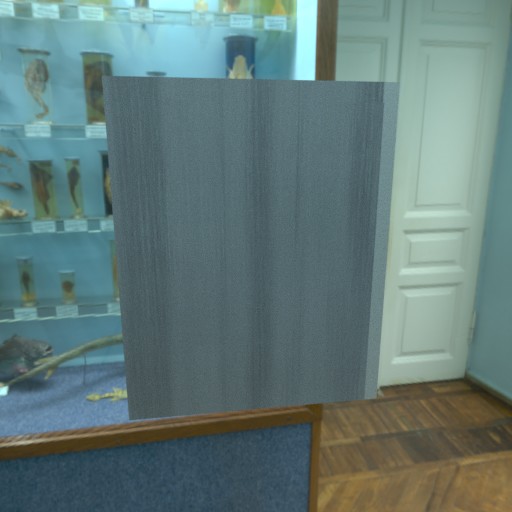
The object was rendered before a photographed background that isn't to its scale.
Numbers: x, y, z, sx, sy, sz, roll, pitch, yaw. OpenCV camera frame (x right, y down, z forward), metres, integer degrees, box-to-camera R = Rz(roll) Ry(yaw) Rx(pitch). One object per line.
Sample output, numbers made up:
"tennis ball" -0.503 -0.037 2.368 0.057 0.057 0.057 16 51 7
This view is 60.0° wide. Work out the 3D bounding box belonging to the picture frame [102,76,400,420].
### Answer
"picture frame" 0.000 0.000 0.751 0.449 0.555 0.046 -2 14 -8
